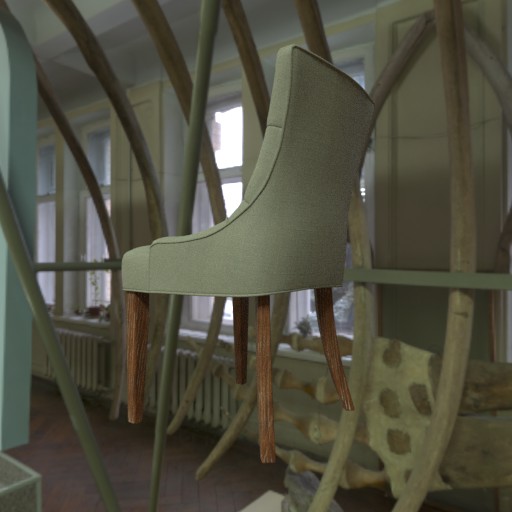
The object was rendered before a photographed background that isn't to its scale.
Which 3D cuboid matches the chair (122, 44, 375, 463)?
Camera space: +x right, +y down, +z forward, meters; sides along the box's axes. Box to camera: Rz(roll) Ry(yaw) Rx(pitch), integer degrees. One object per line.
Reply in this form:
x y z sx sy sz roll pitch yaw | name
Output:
0.000 0.000 1.214 0.565 0.874 0.509 0 -1 36 | chair
